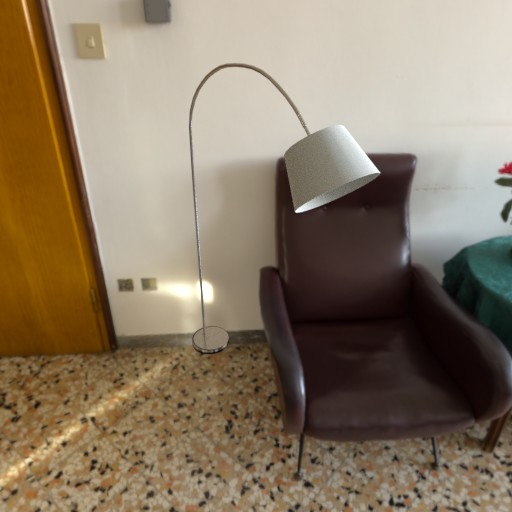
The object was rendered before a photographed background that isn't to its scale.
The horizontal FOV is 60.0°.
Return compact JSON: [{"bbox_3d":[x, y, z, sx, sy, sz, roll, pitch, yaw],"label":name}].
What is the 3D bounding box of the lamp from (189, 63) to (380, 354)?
[{"bbox_3d":[0.000,0.000,2.639,0.406,2.098,1.445,-22,37,-33],"label":"lamp"}]
